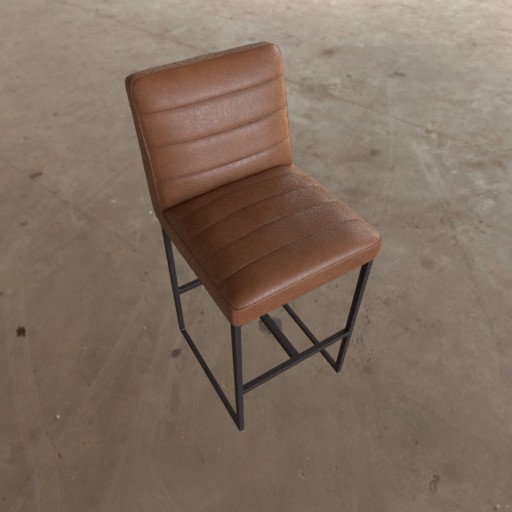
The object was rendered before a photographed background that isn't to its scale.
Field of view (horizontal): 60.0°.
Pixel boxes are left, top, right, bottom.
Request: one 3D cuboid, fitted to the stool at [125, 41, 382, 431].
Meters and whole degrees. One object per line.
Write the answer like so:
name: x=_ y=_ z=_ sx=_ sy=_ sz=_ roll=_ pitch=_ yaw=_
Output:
stool: x=0.000 y=0.000 z=1.355 sx=0.458 sy=1.040 sz=0.556 roll=-24 pitch=51 yaw=-21
